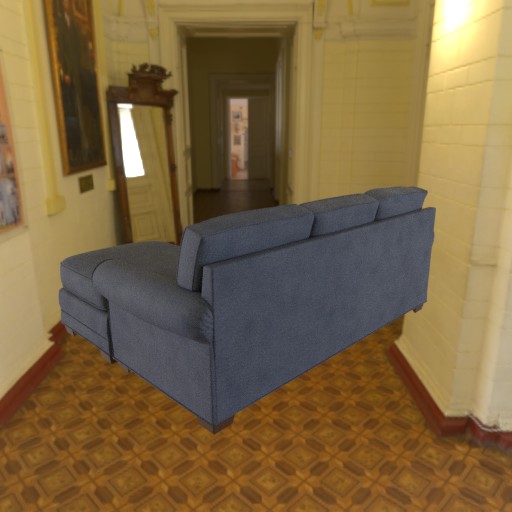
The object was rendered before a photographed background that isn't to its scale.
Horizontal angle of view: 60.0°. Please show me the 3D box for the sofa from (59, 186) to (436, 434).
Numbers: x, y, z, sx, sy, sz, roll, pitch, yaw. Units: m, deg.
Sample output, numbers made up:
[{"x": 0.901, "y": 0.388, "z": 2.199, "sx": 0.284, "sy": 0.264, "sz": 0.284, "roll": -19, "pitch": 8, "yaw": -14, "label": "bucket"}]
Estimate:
[{"x": 0.000, "y": 0.000, "z": 3.454, "sx": 1.780, "sy": 1.063, "sz": 2.567, "roll": 15, "pitch": 22, "yaw": 43, "label": "sofa"}]
